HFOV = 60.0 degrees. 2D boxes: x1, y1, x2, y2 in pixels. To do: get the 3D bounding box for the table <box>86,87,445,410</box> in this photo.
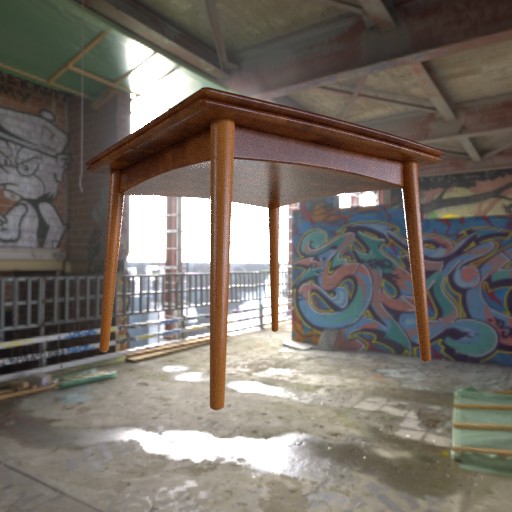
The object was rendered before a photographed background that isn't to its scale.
[{"bbox_3d":[0.000,0.000,1.666,0.991,0.754,0.991,1,-1,-36],"label":"table"}]
